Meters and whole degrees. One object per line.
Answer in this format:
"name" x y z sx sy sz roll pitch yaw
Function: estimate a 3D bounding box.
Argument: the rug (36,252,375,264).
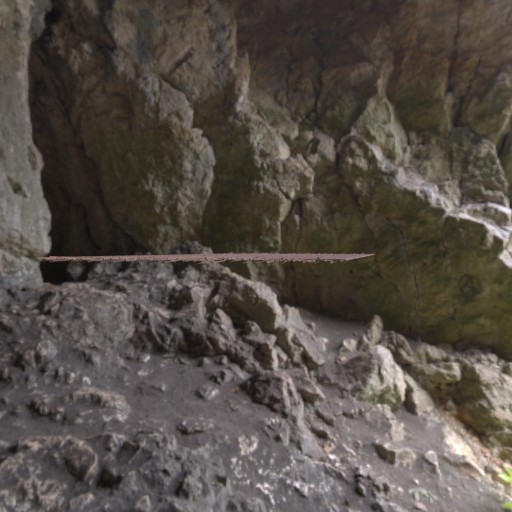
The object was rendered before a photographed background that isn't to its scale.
"rug" 0.000 0.000 2.550 1.224 0.027 2.085 0 1 18
